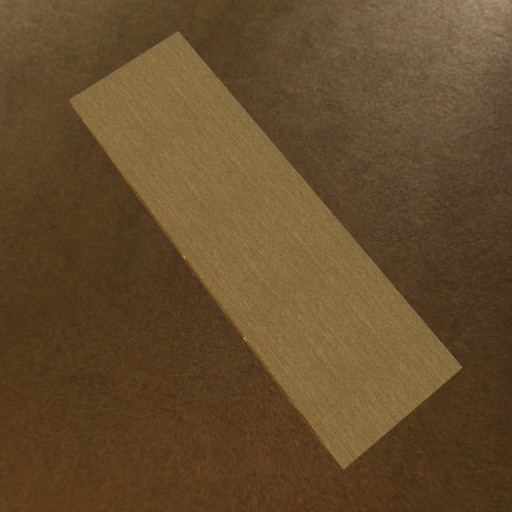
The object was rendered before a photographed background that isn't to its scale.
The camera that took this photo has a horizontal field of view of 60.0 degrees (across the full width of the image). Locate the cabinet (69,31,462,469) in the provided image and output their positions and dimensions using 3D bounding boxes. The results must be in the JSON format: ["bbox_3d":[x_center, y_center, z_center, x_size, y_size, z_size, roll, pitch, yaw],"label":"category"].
[{"bbox_3d":[0.000,0.000,1.536,0.405,0.787,1.194,-37,79,-8],"label":"cabinet"}]
